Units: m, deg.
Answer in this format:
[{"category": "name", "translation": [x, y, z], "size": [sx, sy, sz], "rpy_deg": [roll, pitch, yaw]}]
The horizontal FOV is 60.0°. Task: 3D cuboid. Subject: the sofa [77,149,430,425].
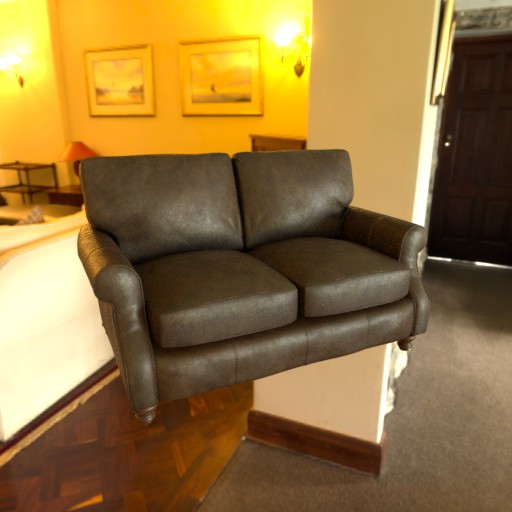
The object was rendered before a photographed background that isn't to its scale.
[{"category": "sofa", "translation": [0.000, 0.000, 2.203], "size": [1.616, 0.976, 0.990], "rpy_deg": [-8, 19, -25]}]
